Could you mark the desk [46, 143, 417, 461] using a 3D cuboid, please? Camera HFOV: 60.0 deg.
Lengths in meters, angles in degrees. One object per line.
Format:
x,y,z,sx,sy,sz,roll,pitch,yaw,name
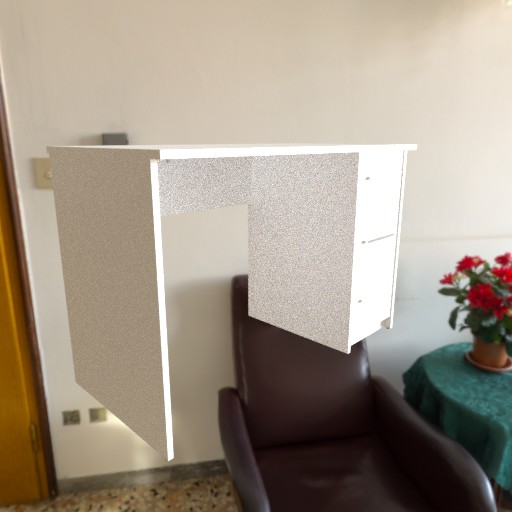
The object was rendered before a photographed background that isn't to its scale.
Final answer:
0.000,0.000,1.516,0.560,0.735,1.097,14,20,43,desk
